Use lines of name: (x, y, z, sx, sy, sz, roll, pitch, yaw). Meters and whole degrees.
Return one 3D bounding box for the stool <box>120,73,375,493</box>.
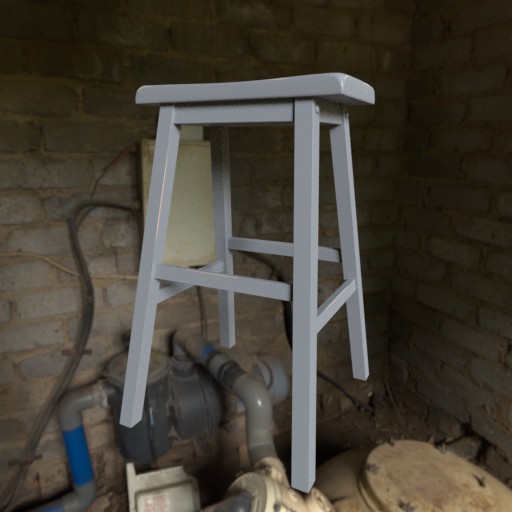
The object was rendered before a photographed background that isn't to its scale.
stool: (0.000, 0.000, 1.025, 0.457, 0.737, 0.476, 7, 16, 26)
